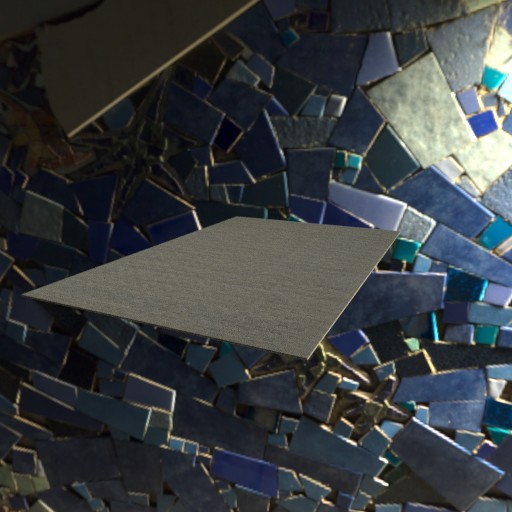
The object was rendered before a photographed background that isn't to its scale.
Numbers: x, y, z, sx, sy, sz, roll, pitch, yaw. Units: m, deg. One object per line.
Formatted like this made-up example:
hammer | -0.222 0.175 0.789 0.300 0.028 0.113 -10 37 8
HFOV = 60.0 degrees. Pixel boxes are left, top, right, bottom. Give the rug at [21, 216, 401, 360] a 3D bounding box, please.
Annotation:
rug | 0.000 0.000 2.208 1.142 0.006 1.752 7 17 24
